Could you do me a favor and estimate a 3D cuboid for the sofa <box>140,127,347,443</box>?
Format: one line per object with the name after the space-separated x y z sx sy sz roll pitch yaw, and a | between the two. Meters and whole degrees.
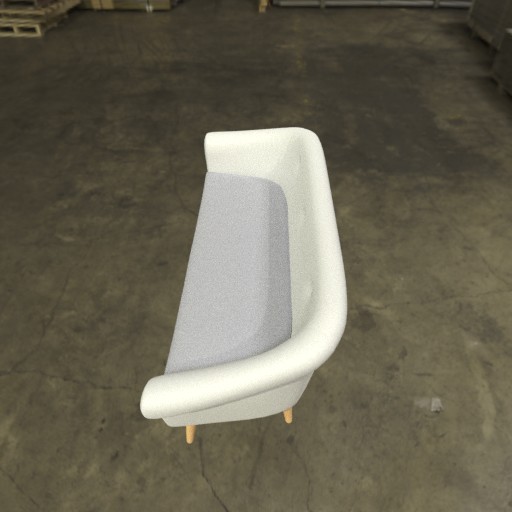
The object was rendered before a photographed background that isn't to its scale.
0.000 0.000 2.523 0.827 0.795 2.160 1 42 1 | sofa
